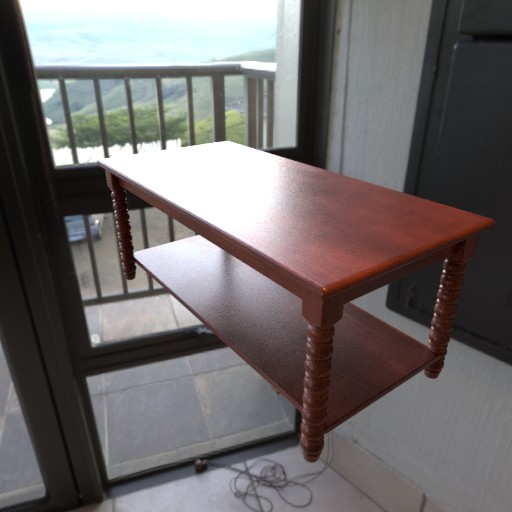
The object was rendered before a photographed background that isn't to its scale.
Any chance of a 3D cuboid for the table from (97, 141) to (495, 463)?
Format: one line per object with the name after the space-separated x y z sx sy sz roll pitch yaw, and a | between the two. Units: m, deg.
0.000 0.000 1.435 0.580 0.485 1.171 -18 31 -32 | table
